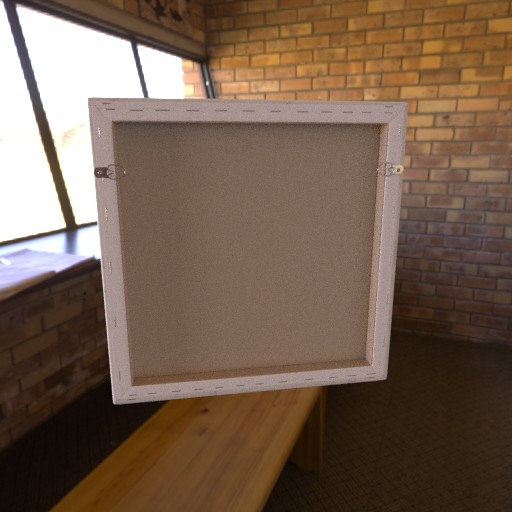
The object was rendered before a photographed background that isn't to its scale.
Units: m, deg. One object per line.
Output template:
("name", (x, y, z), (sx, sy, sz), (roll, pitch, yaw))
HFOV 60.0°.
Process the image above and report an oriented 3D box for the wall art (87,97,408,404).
("wall art", (0.000, 0.000, 0.917), (0.610, 0.611, 0.040), (-2, 14, -9))
